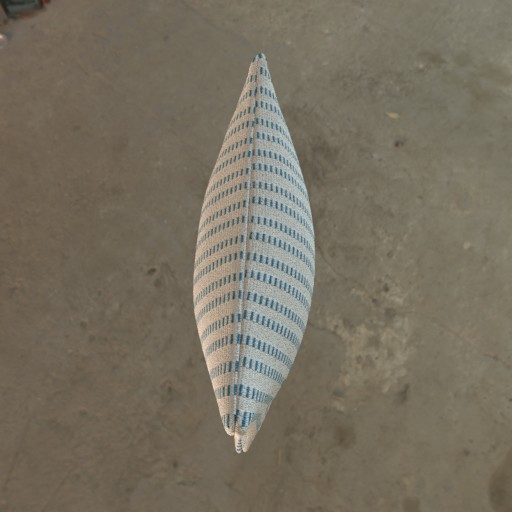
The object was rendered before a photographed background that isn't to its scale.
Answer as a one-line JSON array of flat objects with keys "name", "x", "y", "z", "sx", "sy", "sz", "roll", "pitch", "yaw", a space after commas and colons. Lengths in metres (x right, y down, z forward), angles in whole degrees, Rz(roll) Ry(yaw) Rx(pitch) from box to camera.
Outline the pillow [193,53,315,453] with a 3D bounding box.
[{"name": "pillow", "x": 0.000, "y": 0.000, "z": 0.800, "sx": 0.210, "sy": 0.353, "sz": 0.640, "roll": 2, "pitch": 64, "yaw": 1}]
